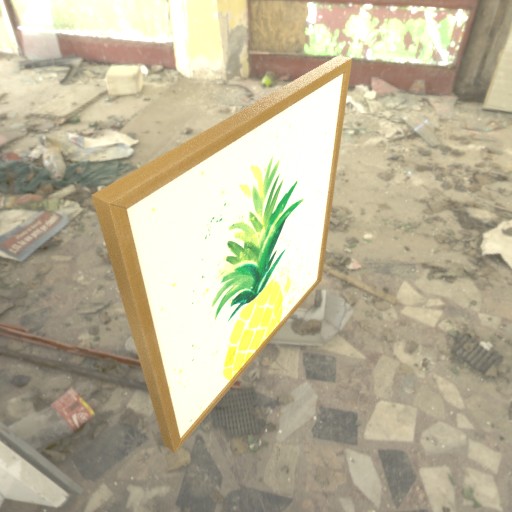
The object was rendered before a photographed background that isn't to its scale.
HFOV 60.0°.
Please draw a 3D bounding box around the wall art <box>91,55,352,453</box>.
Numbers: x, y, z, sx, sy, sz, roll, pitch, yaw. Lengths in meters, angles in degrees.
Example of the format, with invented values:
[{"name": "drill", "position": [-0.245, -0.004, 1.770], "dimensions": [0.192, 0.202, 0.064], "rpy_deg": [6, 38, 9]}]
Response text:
[{"name": "wall art", "position": [0.000, 0.000, 1.108], "dimensions": [0.037, 0.760, 0.762], "rpy_deg": [25, 47, 26]}]
